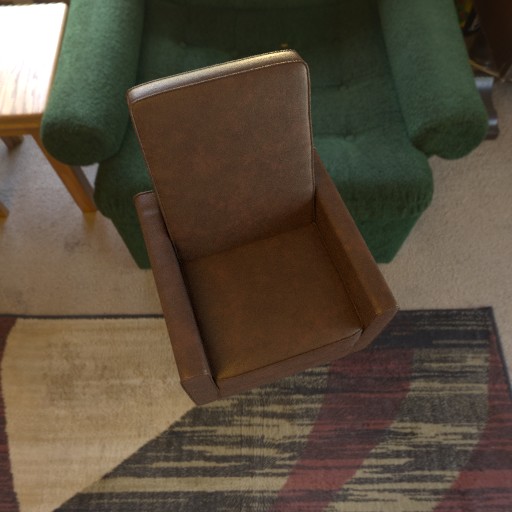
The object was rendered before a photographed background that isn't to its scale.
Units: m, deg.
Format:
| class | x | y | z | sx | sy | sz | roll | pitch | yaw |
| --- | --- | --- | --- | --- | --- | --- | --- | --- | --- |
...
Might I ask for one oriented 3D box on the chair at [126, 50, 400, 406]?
| class | x | y | z | sx | sy | sz | roll | pitch | yaw |
| --- | --- | --- | --- | --- | --- | --- | --- | --- | --- |
| chair | 0.000 | 0.000 | 1.521 | 0.705 | 1.013 | 0.746 | -17 | 65 | -8 |
